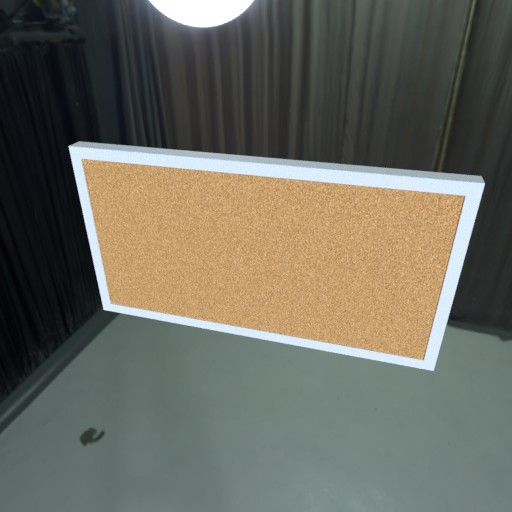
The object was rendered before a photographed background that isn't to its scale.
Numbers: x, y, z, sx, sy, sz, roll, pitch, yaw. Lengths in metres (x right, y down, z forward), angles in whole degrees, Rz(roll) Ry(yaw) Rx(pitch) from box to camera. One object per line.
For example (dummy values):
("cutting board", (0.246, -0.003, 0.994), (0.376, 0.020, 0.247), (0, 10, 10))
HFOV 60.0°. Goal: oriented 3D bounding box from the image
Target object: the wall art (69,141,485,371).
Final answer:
("wall art", (0.000, 0.000, 0.966), (0.812, 0.431, 0.038), (8, 31, 13))
